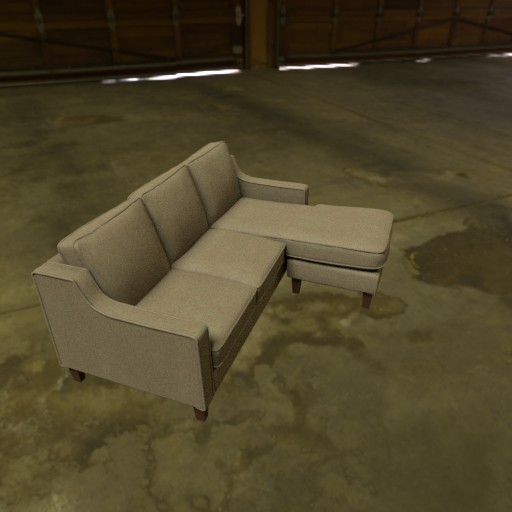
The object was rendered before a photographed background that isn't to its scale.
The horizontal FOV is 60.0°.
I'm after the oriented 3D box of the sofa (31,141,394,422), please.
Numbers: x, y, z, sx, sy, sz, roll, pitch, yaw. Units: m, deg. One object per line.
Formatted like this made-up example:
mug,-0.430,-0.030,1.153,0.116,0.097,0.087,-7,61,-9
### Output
sofa,0.000,0.000,3.326,1.858,1.081,2.317,11,32,17
